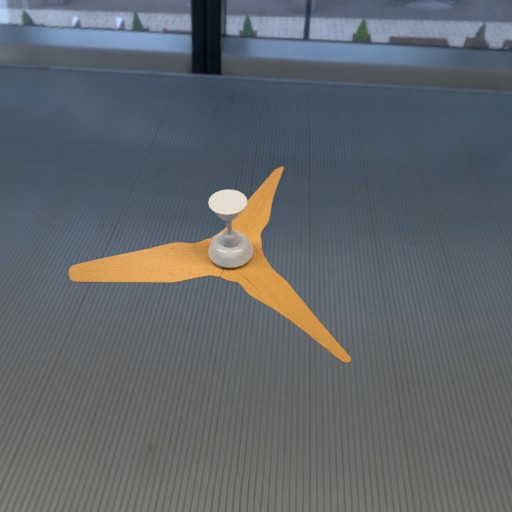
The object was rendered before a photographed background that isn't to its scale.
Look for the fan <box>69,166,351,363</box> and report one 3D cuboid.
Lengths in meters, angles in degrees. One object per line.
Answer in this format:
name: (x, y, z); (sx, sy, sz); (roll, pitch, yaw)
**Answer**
fan: (0.000, 0.000, 1.698); (1.142, 0.355, 1.010); (-32, 55, -27)
